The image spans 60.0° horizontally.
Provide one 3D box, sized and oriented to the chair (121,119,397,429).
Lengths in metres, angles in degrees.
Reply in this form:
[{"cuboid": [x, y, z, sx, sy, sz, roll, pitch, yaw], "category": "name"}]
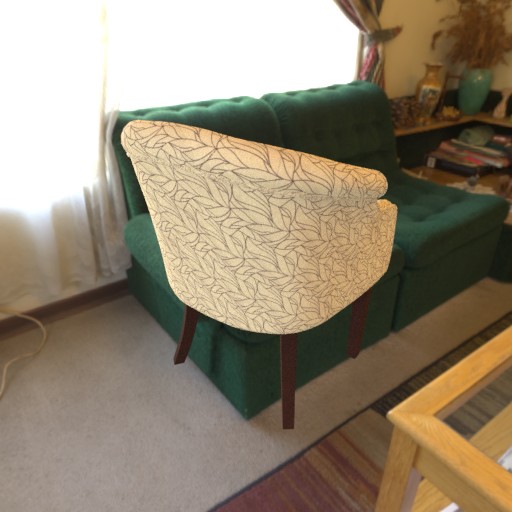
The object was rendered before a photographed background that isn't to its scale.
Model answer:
[{"cuboid": [0.000, 0.000, 1.322, 0.686, 0.858, 0.613, 20, 35, 32], "category": "chair"}]
